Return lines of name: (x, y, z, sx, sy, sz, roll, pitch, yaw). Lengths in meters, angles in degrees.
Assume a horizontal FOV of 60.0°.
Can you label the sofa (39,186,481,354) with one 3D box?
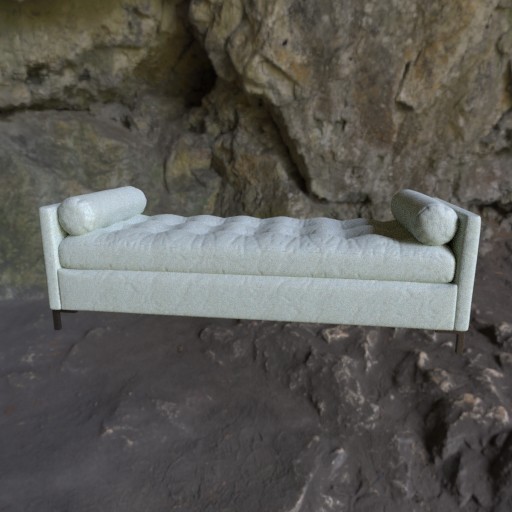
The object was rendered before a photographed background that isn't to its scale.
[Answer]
sofa: (0.000, 0.000, 2.483, 2.102, 0.705, 0.796, 2, 14, 8)
